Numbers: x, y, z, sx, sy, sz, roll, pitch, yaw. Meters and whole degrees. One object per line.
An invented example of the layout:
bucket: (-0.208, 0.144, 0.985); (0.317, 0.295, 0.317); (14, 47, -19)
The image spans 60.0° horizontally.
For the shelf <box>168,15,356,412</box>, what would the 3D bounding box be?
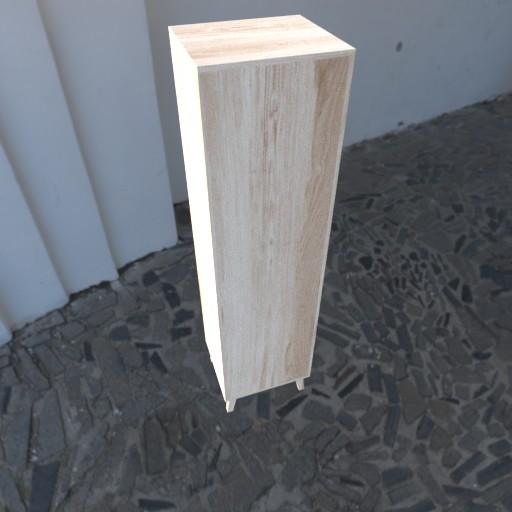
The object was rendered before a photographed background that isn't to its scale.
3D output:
shelf: (0.000, 0.000, 2.135); (0.510, 1.960, 0.450); (-13, 43, -14)
